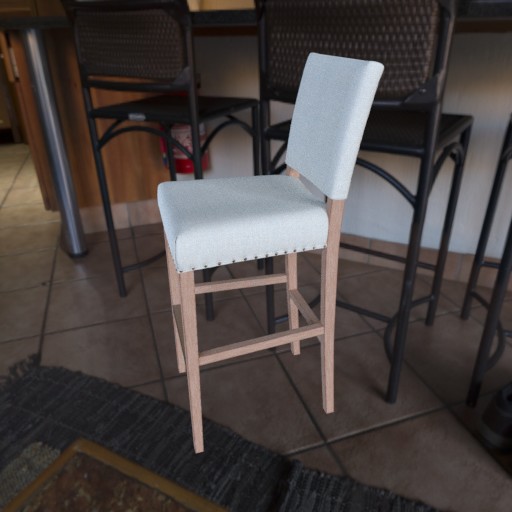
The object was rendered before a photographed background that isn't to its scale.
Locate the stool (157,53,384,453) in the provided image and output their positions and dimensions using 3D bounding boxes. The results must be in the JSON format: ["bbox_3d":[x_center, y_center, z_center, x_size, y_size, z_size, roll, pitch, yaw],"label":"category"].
[{"bbox_3d":[0.000,0.000,1.400,0.546,1.143,0.428,-8,29,-15],"label":"stool"}]
